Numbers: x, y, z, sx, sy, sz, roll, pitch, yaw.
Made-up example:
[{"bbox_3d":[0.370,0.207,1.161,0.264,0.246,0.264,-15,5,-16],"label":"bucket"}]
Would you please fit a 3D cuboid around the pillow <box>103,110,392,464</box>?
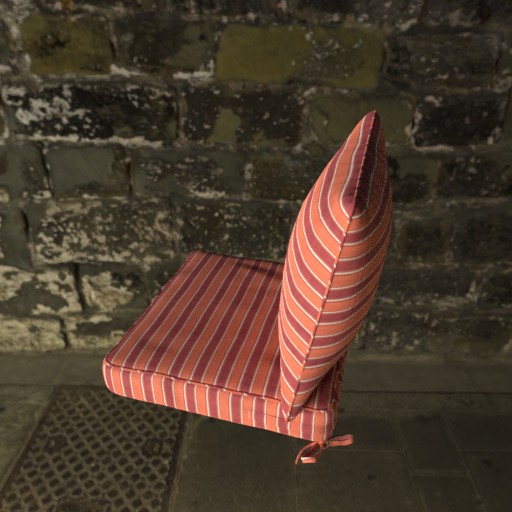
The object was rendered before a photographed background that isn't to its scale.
[{"bbox_3d":[0.000,0.000,1.315,0.733,0.723,0.799,8,31,14],"label":"pillow"}]
